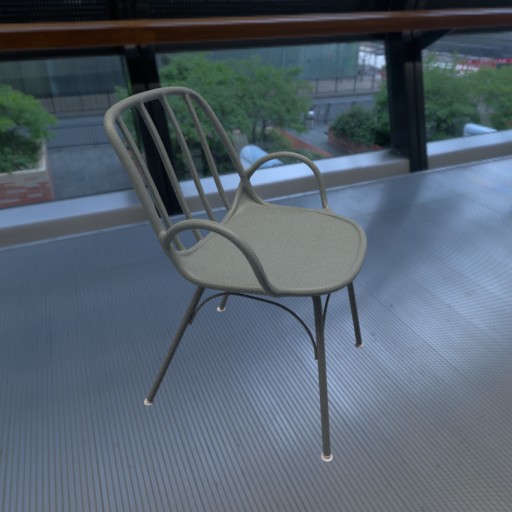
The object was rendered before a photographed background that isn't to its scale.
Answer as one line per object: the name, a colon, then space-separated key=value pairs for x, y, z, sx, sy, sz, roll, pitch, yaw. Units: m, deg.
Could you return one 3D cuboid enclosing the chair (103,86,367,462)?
chair: x=0.000 y=0.000 z=1.203 sx=0.597 sy=0.816 sz=0.549 roll=11 pitch=31 yaw=19
